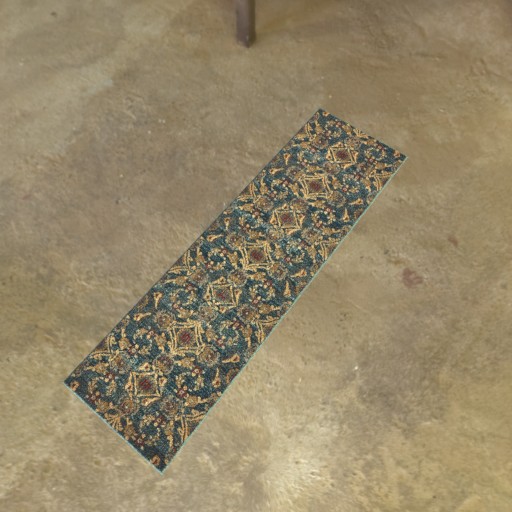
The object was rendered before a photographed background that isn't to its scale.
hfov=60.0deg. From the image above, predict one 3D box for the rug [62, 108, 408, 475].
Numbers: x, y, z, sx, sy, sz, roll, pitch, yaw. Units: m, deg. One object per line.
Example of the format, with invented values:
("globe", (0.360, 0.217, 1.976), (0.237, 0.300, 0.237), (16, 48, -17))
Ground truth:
("rug", (0.000, 0.000, 2.516), (0.685, 0.014, 2.292), (35, 69, 15))
